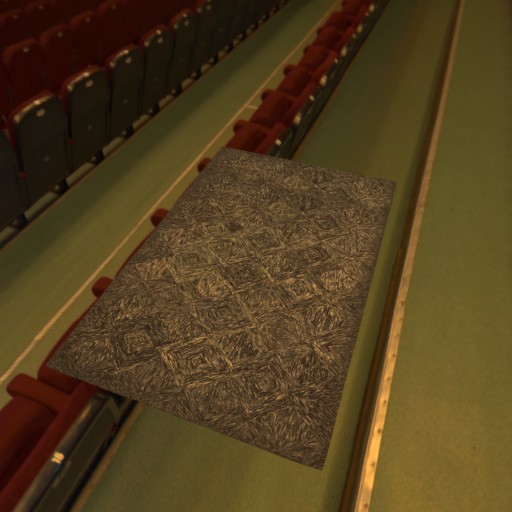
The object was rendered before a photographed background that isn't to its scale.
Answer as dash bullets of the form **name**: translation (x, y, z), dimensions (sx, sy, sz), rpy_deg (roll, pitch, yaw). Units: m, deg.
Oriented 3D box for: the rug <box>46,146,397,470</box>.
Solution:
- **rug**: translation (0.000, 0.000, 2.202), dimensions (1.139, 0.010, 1.754), rpy_deg (15, 47, 14)
